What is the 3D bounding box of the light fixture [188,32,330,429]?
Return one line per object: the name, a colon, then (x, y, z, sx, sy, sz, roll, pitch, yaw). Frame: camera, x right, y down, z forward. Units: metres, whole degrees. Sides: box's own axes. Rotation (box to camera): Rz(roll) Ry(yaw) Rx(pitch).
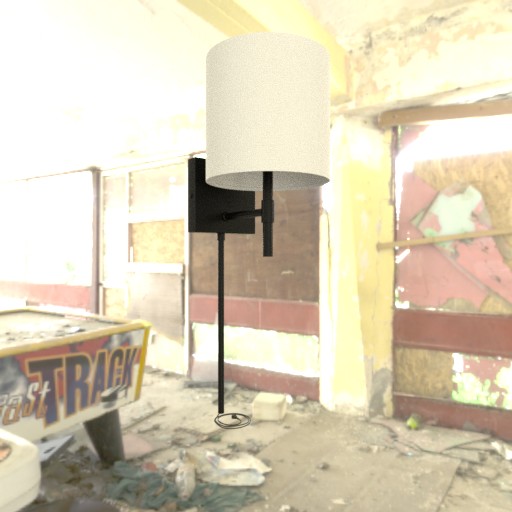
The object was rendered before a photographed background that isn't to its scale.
light fixture: (0.000, 0.000, 0.700, 0.188, 0.589, 0.248, 0, 0, -37)
